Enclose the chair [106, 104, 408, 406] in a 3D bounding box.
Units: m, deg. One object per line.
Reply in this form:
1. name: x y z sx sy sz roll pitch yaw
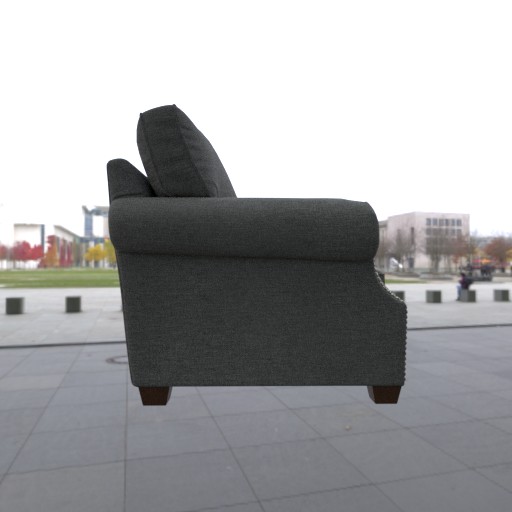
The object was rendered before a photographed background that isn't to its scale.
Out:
1. chair: 0.000 0.000 1.853 0.965 0.961 1.092 0 -1 -1
